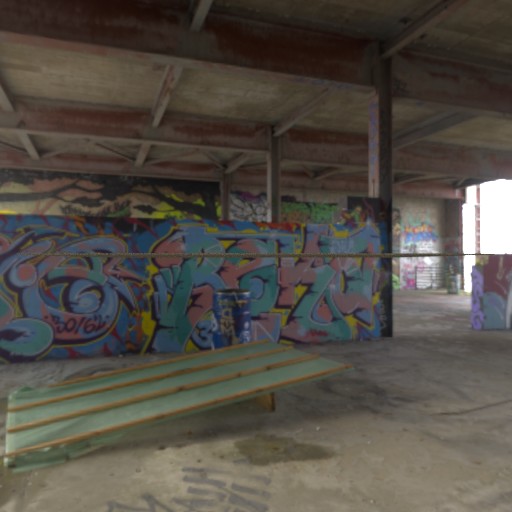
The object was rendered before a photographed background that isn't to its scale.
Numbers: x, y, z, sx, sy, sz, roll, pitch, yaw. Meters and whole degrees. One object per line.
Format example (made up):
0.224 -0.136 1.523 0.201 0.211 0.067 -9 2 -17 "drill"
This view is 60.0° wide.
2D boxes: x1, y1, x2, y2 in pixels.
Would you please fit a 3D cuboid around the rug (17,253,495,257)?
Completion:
0.000 0.000 2.181 1.747 0.006 1.143 0 -1 1 "rug"
